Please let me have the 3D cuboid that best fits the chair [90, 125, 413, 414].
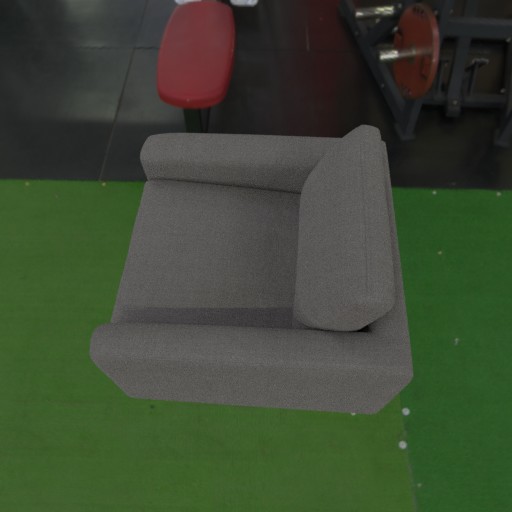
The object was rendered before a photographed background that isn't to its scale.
[{"bbox_3d":[0.000,0.000,1.862,1.100,0.847,1.070,3,58,2],"label":"chair"}]
